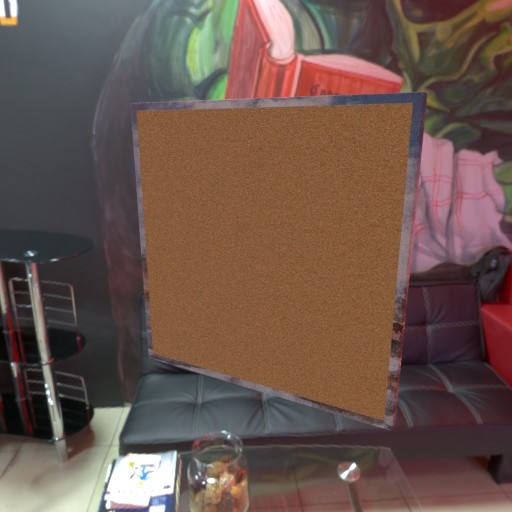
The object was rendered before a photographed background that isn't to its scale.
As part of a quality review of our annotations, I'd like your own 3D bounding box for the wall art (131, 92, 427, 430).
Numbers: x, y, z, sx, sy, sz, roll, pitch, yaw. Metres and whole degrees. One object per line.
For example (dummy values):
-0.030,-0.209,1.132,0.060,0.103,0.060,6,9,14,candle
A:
0.000,0.000,1.523,1.010,1.020,0.040,8,18,27,wall art
